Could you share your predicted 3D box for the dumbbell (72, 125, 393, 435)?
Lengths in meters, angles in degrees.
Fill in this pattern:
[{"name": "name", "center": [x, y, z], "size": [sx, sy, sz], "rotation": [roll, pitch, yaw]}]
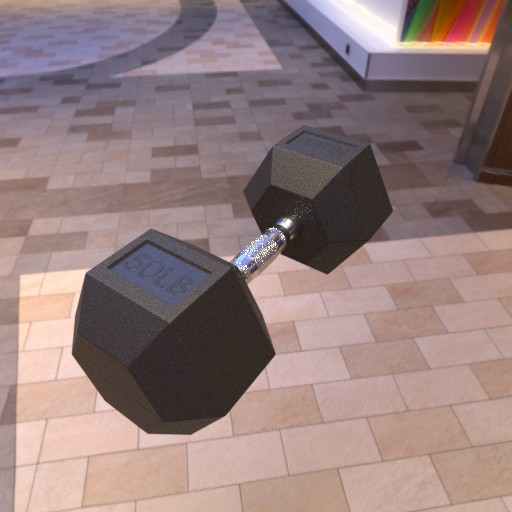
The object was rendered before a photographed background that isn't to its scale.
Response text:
[{"name": "dumbbell", "center": [0.000, 0.000, 0.465], "size": [0.173, 0.150, 0.384], "rotation": [24, 46, 26]}]
